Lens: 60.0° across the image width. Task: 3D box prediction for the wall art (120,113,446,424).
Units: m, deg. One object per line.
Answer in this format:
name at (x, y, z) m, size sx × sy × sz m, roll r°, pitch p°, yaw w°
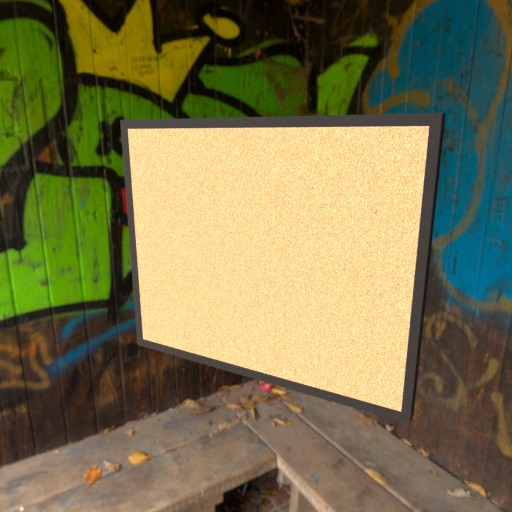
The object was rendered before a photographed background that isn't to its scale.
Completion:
wall art at (0.000, 0.000, 0.760) m, size 0.554 × 0.454 × 0.030 m, roll 8°, pitch 17°, yaw 28°
